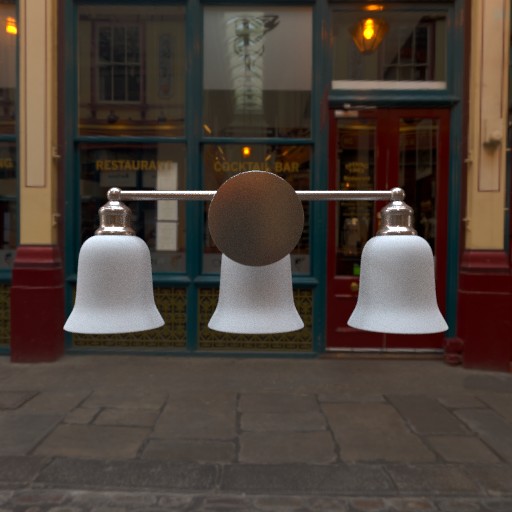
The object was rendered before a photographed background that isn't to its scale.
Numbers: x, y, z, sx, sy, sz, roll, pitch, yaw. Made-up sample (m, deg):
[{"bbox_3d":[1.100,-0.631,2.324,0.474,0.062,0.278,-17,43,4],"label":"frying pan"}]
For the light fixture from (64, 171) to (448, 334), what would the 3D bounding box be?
[{"bbox_3d":[0.000,0.000,0.644,0.570,0.211,0.198,0,1,0],"label":"light fixture"}]
